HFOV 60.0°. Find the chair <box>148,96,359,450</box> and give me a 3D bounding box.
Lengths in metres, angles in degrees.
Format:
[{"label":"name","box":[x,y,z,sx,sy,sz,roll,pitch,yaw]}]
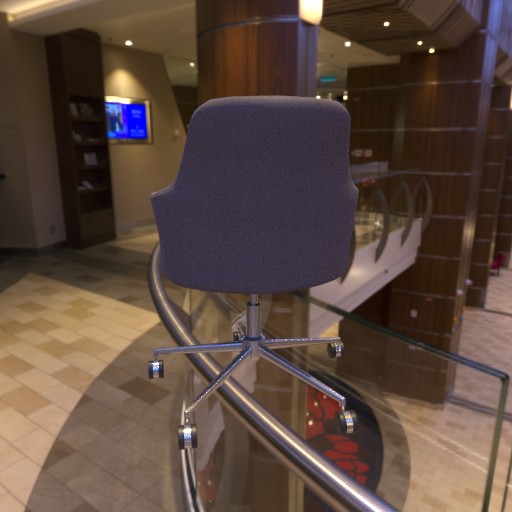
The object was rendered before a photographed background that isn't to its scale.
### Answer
[{"label":"chair","box":[0.000,0.000,1.273,0.655,0.820,0.600,-3,15,-10]}]
